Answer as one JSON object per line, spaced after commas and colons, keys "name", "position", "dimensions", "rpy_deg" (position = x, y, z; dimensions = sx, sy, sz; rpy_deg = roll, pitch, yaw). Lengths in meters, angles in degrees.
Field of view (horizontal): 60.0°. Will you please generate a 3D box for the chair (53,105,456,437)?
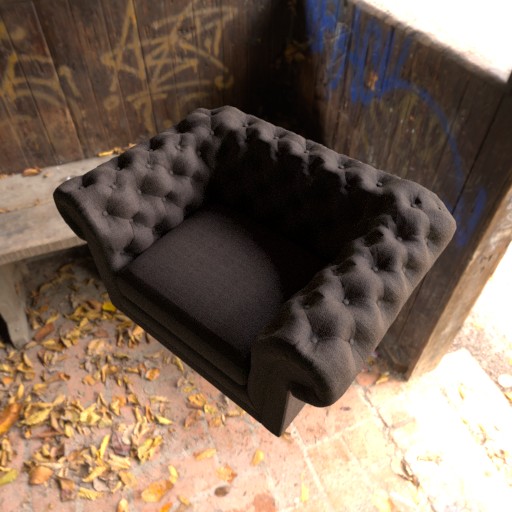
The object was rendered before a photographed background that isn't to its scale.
{"name": "chair", "position": [0.000, 0.000, 1.878], "dimensions": [1.298, 0.780, 0.945], "rpy_deg": [31, 54, 26]}
